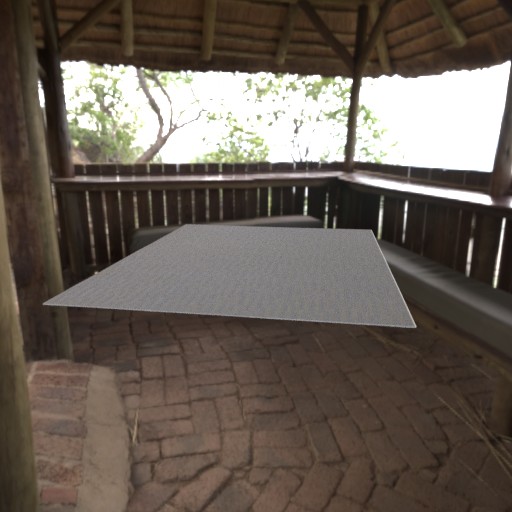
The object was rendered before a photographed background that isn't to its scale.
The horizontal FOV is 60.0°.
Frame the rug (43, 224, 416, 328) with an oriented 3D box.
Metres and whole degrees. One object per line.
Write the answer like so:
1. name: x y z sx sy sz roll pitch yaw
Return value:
1. rug: 0.000 0.000 4.245 2.410 0.021 3.055 2 14 9
